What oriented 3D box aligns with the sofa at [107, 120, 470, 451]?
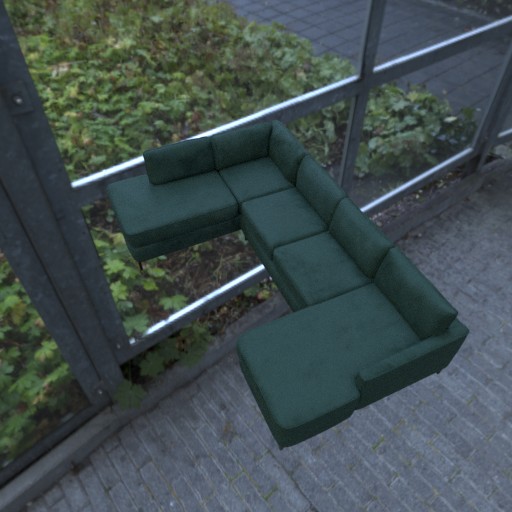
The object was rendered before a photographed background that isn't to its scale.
[{"bbox_3d":[0.000,0.000,3.867,1.992,0.861,2.994,-19,50,-17],"label":"sofa"}]
